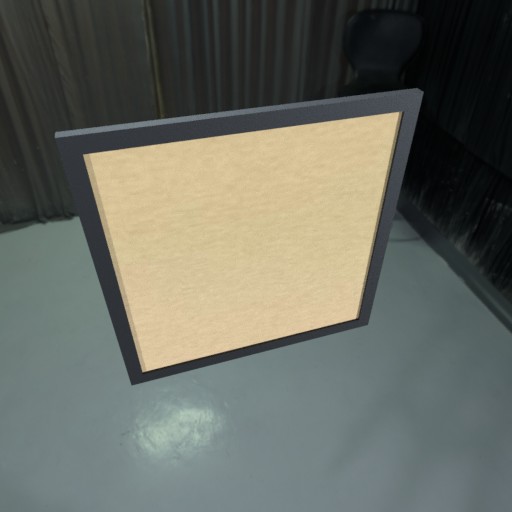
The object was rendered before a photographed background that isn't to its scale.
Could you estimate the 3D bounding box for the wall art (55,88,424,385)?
[{"bbox_3d":[0.000,0.000,0.531,0.358,0.357,0.012,-11,41,-13],"label":"wall art"}]
